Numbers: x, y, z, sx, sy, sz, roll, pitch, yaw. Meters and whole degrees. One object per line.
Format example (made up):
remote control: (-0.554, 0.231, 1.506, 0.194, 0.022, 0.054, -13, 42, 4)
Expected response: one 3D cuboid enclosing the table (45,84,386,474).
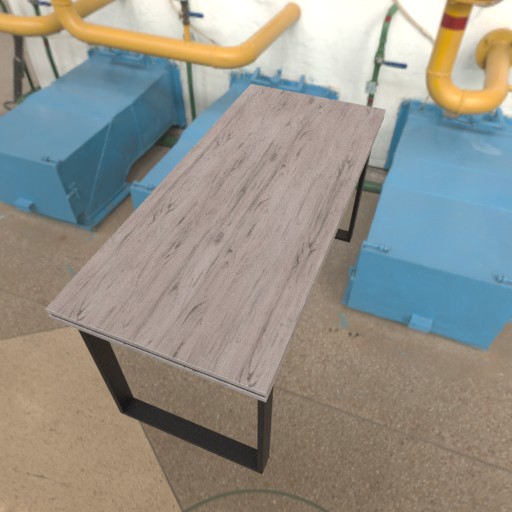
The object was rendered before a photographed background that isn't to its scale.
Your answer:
table: (0.000, 0.000, 2.270, 0.795, 0.899, 1.778, 17, 49, 15)
